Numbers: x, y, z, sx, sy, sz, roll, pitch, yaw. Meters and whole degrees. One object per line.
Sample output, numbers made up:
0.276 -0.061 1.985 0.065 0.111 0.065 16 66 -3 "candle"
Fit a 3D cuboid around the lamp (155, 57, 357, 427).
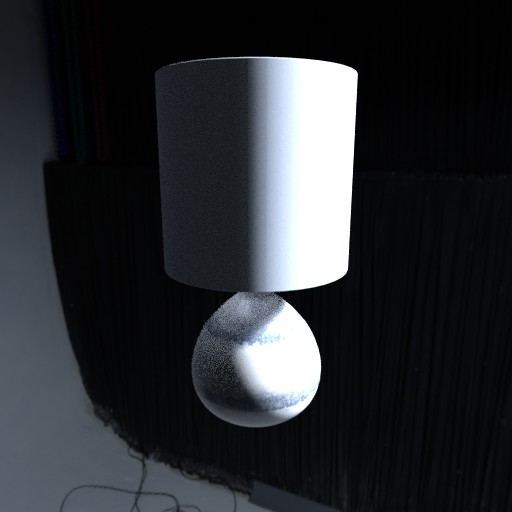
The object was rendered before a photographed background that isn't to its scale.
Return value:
0.000 0.000 0.533 0.216 0.404 0.216 7 15 27 "lamp"
